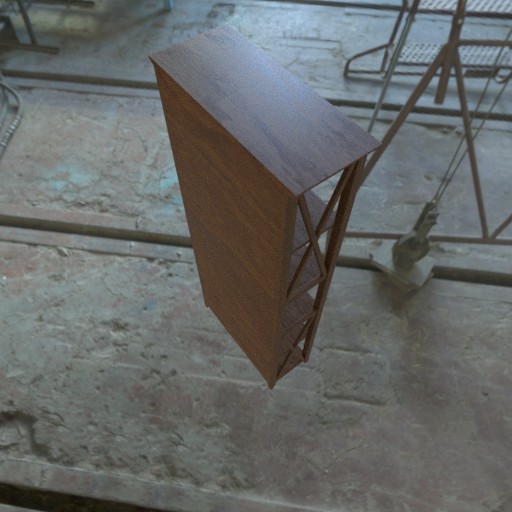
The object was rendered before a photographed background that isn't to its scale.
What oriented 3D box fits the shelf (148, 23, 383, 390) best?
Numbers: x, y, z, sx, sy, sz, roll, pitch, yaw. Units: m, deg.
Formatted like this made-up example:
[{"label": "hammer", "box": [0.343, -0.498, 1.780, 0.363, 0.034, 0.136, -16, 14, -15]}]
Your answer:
[{"label": "shelf", "box": [0.000, 0.000, 2.227, 0.335, 1.905, 0.805, -32, 63, -19]}]
